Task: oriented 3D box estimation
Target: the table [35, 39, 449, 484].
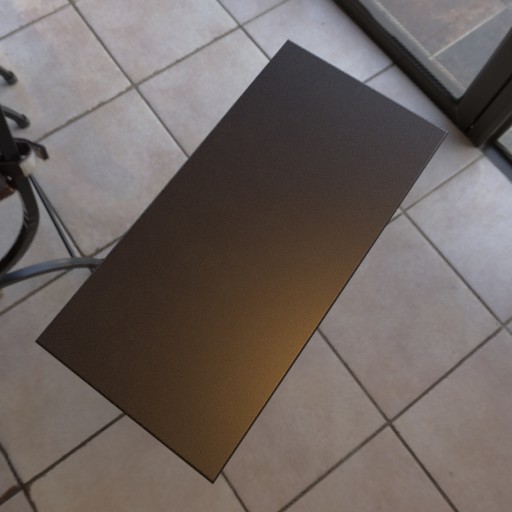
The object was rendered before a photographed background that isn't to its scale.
[{"bbox_3d":[0.000,0.000,1.412,0.550,0.510,1.107,34,77,9],"label":"table"}]
